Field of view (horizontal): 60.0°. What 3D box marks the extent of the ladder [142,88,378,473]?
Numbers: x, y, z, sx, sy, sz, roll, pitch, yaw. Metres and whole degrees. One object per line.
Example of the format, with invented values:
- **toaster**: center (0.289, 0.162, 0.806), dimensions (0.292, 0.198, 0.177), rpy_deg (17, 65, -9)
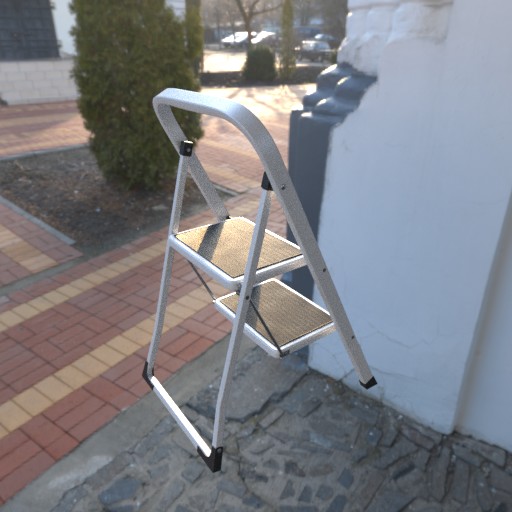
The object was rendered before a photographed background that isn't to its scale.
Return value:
- **ladder**: center (0.000, 0.000, 1.136), dimensions (0.544, 0.810, 0.460), rpy_deg (-18, 32, -32)
